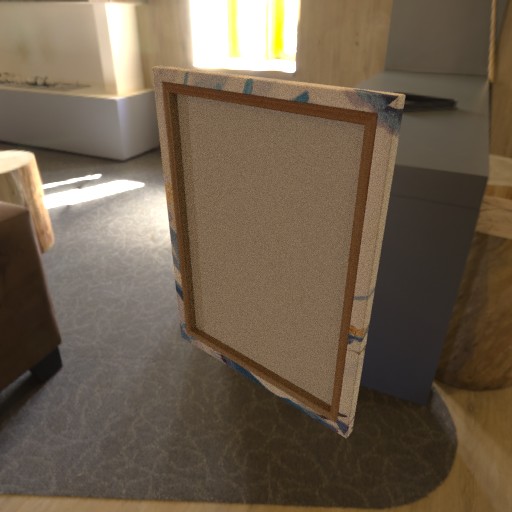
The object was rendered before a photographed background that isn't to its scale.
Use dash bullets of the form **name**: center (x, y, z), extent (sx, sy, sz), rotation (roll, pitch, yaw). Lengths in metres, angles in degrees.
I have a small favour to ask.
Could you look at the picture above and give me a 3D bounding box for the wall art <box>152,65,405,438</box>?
- **wall art**: center (0.000, 0.000, 1.348), extent (0.761, 1.015, 0.038), rotation (22, 36, 34)
